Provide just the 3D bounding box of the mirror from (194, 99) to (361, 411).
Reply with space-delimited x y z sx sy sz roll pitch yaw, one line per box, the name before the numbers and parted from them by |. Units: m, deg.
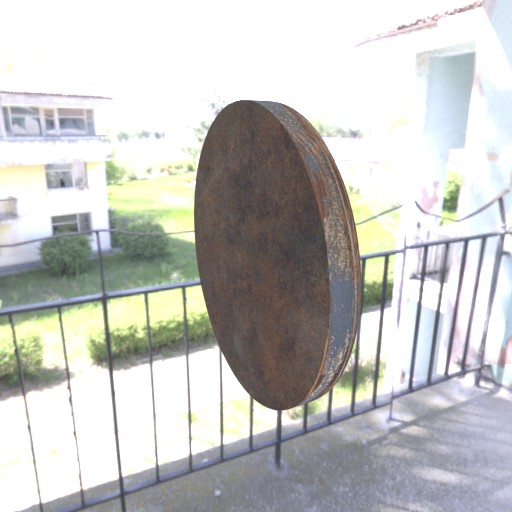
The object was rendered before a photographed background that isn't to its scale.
mirror | 0.000 0.000 0.881 0.061 0.585 0.585 -8 18 -25
